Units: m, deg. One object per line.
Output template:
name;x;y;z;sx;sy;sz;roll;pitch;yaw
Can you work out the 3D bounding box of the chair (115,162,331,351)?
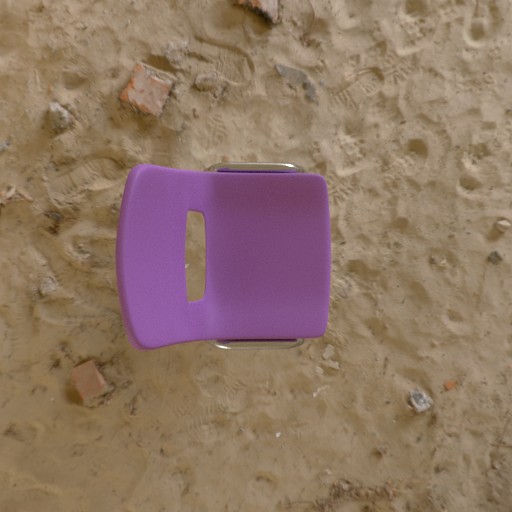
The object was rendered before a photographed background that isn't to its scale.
chair;0.000;0.000;0.687;0.301;0.493;0.291;0;90;-2
